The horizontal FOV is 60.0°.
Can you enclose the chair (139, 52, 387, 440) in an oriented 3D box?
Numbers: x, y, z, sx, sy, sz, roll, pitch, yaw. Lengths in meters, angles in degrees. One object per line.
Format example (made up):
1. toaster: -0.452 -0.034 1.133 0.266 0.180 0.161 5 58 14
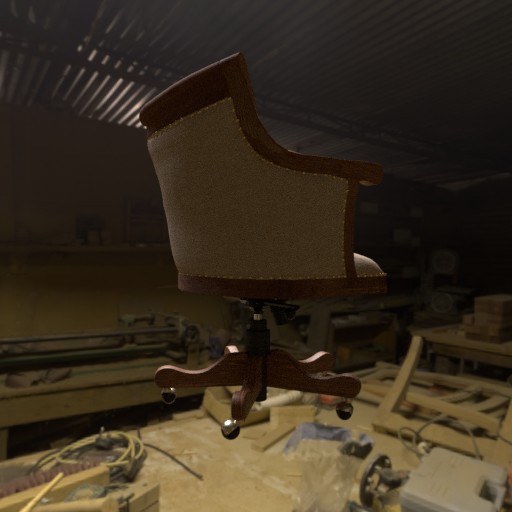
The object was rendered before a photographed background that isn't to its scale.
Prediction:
1. chair: 0.000 0.000 1.440 0.689 0.965 0.656 0 1 -36
